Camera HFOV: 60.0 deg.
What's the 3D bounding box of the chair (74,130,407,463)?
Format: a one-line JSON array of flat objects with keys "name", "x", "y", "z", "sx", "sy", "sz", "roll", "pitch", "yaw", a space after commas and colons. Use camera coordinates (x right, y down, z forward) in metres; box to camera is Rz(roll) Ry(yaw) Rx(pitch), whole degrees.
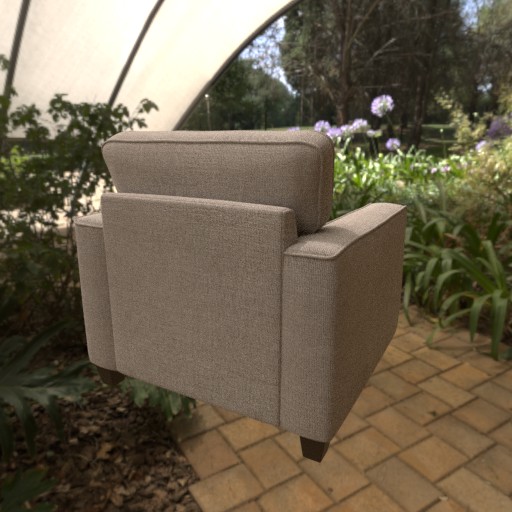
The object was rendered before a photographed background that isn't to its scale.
[{"name": "chair", "x": 0.000, "y": 0.000, "z": 1.776, "sx": 1.015, "sy": 0.965, "sz": 0.939, "roll": 8, "pitch": 17, "yaw": 28}]
